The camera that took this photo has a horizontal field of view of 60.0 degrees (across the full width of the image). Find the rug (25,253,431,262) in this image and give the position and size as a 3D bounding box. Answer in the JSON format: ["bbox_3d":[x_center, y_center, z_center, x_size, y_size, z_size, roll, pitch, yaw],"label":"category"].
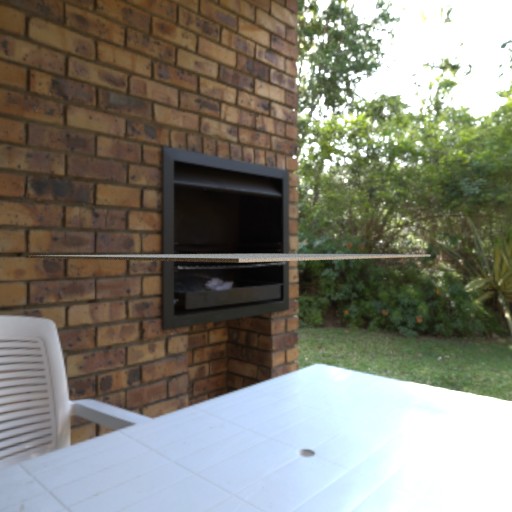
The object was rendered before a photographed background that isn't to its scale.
[{"bbox_3d":[0.000,0.000,2.793,1.509,0.013,2.144,1,1,38],"label":"rug"}]
